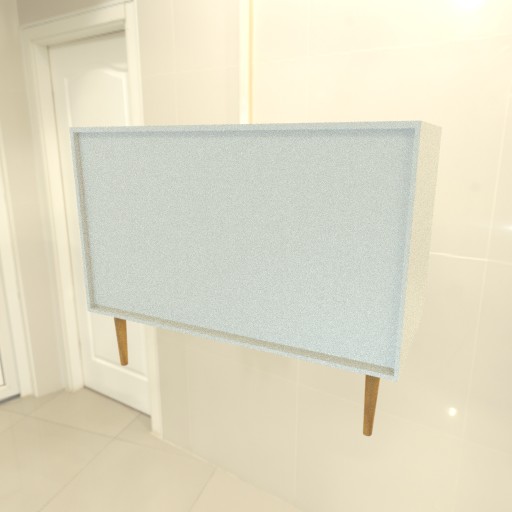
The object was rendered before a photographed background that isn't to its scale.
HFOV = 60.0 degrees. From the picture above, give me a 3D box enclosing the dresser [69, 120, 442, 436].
[{"bbox_3d":[0.000,0.000,1.294,0.905,0.721,0.457,7,16,26],"label":"dresser"}]
